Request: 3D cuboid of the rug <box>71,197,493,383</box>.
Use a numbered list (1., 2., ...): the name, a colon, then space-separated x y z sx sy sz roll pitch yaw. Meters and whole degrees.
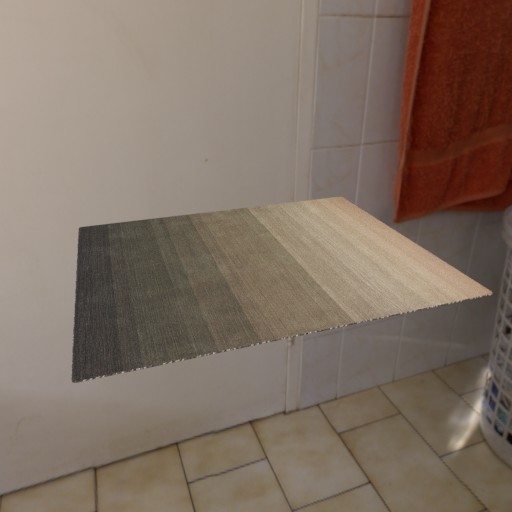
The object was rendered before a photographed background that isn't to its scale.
1. rug: 0.000 0.000 3.797 2.902 0.017 2.305 -9 28 -17
